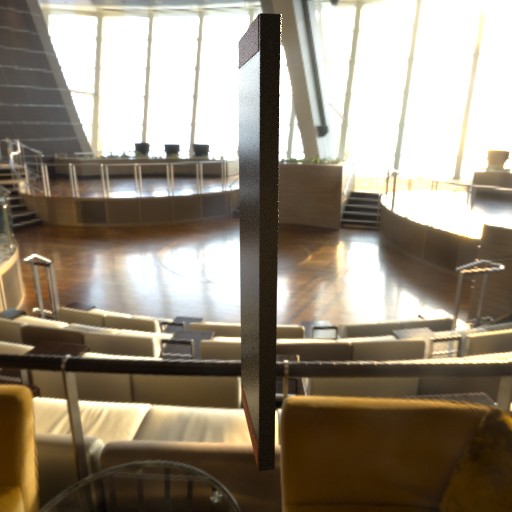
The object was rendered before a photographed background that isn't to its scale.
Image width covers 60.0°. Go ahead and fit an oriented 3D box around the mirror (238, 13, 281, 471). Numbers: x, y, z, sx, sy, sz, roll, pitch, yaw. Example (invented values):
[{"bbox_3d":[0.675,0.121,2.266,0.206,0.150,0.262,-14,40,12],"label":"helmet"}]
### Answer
[{"bbox_3d":[0.000,0.000,1.216,0.047,1.123,0.343,-3,17,-9],"label":"mirror"}]
